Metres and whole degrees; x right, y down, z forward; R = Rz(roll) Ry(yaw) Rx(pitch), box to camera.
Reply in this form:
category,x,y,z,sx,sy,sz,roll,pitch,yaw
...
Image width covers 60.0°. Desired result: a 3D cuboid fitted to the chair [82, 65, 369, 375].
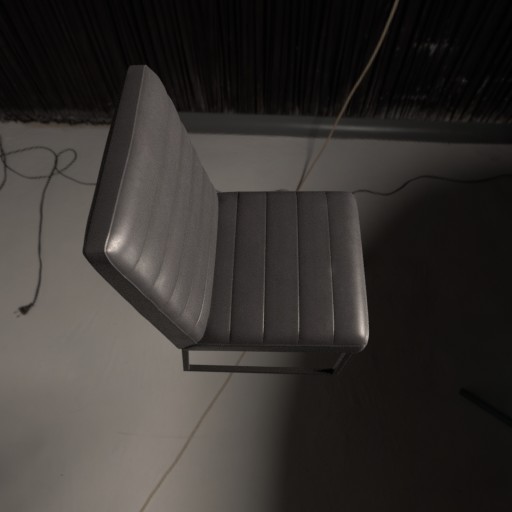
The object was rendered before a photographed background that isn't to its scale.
category,x,y,z,sx,sy,sz,roll,pitch,yaw
chair,0.000,0.000,1.300,0.634,0.930,0.520,1,62,1
